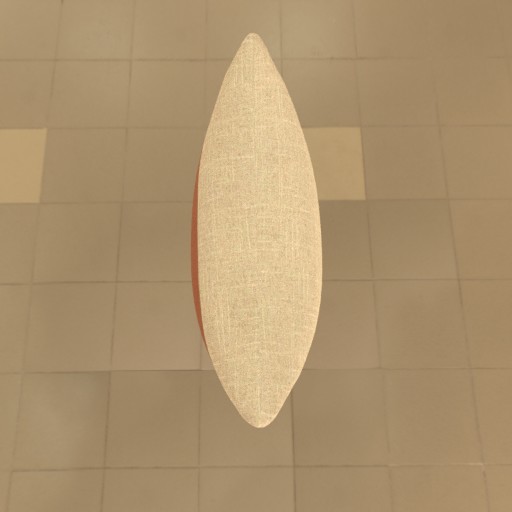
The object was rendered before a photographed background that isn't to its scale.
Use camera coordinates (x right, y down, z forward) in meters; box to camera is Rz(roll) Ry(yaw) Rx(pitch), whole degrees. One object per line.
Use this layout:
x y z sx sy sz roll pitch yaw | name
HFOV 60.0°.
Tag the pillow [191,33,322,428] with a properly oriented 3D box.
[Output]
0.000 0.000 0.632 0.173 0.399 0.414 -1 76 0 | pillow
